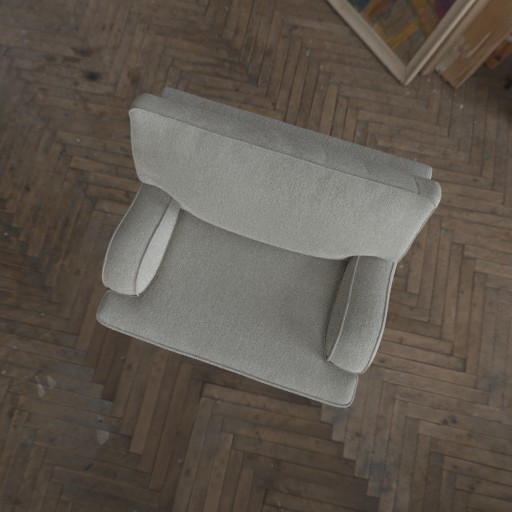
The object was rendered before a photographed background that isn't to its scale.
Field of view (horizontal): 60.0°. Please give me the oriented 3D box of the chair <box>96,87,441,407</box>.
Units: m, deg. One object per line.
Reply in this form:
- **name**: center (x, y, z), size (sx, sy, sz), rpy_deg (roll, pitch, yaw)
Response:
- **chair**: center (0.000, 0.000, 2.024), size (1.220, 1.016, 1.041), rpy_deg (18, 77, 4)
